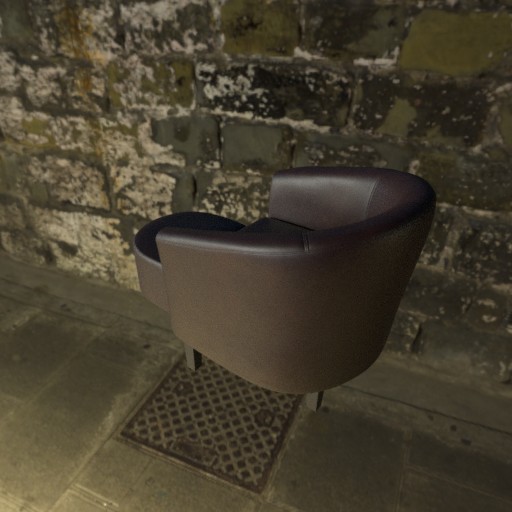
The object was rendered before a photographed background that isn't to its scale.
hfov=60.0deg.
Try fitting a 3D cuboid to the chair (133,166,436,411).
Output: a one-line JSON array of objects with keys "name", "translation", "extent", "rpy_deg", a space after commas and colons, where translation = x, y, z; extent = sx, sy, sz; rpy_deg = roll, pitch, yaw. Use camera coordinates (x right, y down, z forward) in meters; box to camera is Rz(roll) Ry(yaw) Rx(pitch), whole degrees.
[{"name": "chair", "translation": [0.000, 0.000, 1.679], "extent": [1.176, 0.755, 0.737], "rpy_deg": [22, 38, 31]}]
